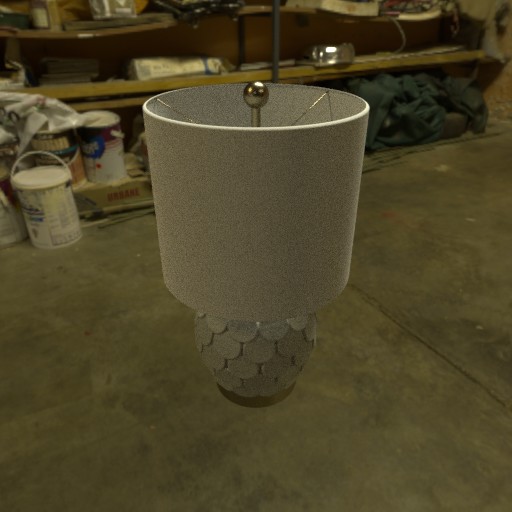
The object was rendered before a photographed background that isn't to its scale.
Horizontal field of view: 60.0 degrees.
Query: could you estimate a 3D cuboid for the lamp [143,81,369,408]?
[{"bbox_3d":[0.000,0.000,0.609,0.254,0.452,0.254,0,30,0],"label":"lamp"}]
